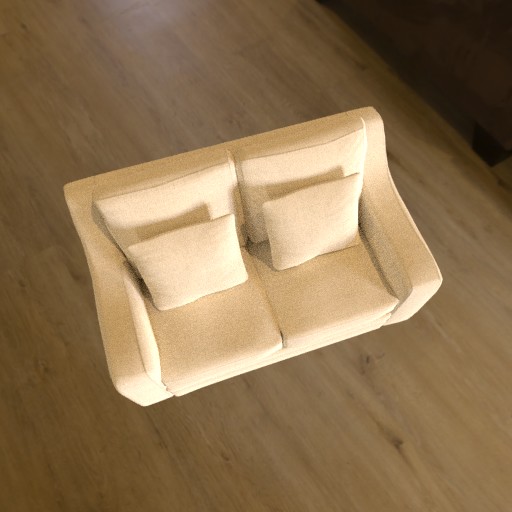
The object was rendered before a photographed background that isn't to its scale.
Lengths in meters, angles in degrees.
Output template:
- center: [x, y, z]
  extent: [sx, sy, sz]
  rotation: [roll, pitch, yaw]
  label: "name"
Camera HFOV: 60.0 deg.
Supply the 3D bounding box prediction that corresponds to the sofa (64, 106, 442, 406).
- center: [0.000, 0.000, 2.417]
  extent: [1.744, 1.047, 1.040]
  rotation: [-16, 65, -8]
  label: "sofa"
